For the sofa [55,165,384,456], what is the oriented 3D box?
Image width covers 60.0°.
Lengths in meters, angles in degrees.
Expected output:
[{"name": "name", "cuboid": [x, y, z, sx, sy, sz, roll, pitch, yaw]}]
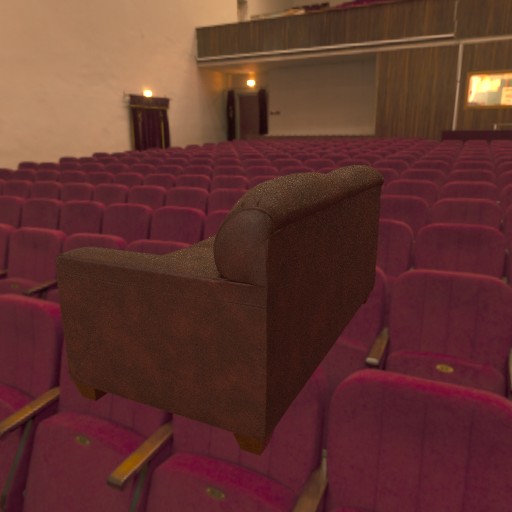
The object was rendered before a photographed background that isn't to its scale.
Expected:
[{"name": "sofa", "cuboid": [0.000, 0.000, 2.415, 1.000, 0.966, 1.856, 7, 16, 25]}]
